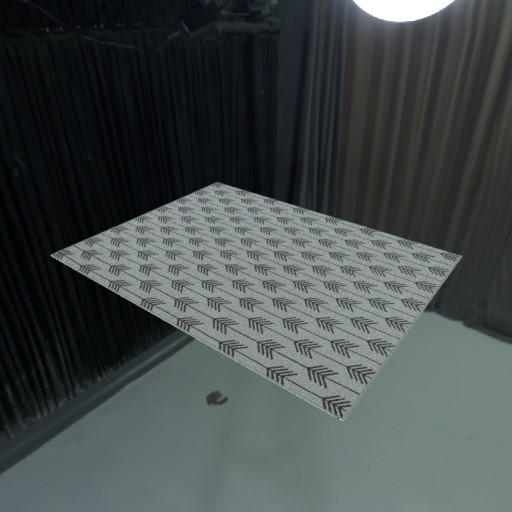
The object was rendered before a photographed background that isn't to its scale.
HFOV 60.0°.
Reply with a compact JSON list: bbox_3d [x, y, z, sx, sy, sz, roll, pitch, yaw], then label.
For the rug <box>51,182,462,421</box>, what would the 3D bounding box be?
[{"bbox_3d":[0.000,0.000,4.132,3.061,0.010,2.330,22,37,32],"label":"rug"}]
